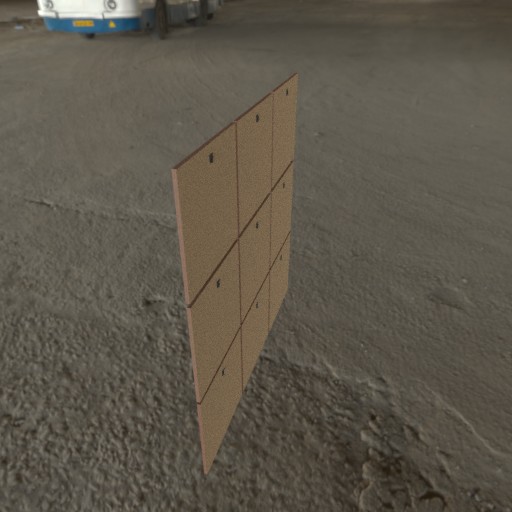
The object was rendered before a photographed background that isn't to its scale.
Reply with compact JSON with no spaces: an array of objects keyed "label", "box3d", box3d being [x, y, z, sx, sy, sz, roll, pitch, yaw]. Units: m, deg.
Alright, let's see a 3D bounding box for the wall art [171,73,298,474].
[{"label":"wall art","box3d":[0.000,0.000,1.839,0.019,1.218,1.221,10,34,15]}]
